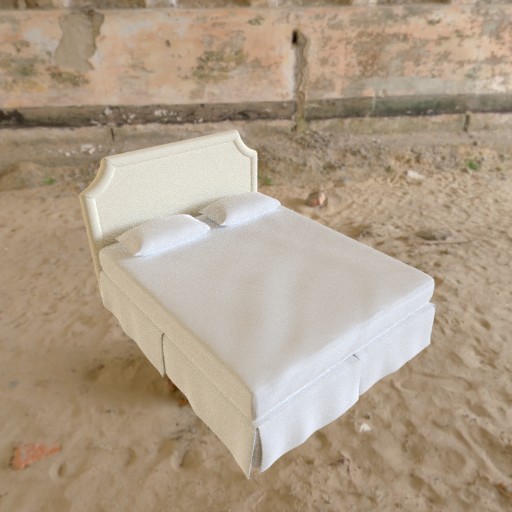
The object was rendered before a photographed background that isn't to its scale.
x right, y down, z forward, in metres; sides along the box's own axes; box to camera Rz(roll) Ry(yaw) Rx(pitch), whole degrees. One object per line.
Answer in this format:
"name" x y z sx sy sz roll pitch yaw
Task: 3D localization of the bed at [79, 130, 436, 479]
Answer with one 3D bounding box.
"bed" 0.000 0.000 4.248 2.350 1.590 2.773 -23 38 -33
